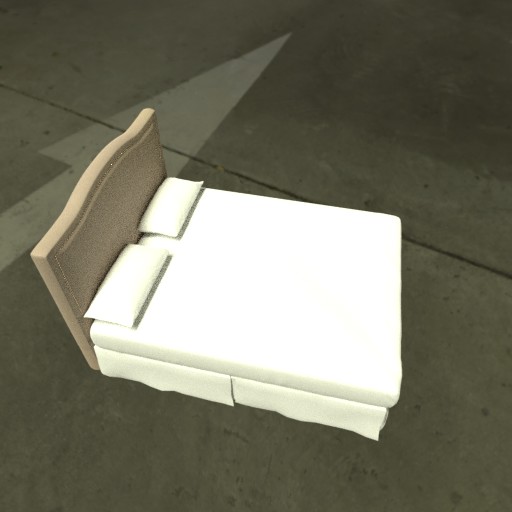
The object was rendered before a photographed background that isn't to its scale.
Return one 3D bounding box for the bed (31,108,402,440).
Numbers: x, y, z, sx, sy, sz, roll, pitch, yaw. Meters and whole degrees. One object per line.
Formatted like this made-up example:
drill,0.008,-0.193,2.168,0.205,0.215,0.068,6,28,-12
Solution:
bed,0.000,0.000,3.384,2.282,1.436,1.821,9,48,9
